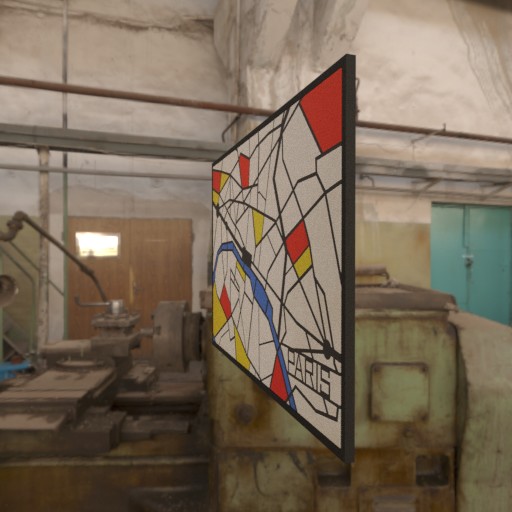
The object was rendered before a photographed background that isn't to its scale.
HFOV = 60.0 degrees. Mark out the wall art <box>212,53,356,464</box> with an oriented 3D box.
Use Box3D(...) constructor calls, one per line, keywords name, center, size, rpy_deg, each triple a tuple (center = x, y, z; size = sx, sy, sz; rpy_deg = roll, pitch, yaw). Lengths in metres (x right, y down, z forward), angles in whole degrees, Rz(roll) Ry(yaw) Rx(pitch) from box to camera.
Box3D(name="wall art", center=(0.000, 0.000, 0.812), size=(0.013, 0.458, 0.664), rpy_deg=(0, 1, -19))
